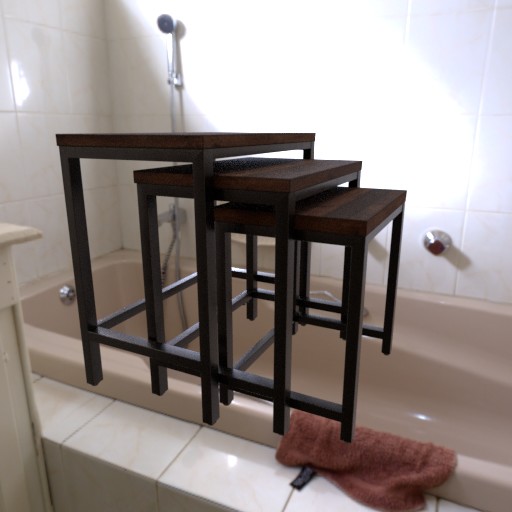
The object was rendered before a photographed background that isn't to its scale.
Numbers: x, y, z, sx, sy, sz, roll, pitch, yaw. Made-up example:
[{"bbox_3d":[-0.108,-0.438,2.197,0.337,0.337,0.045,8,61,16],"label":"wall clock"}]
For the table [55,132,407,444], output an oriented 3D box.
[{"bbox_3d":[0.000,0.000,1.154,0.660,0.616,0.608,8,18,26],"label":"table"}]
